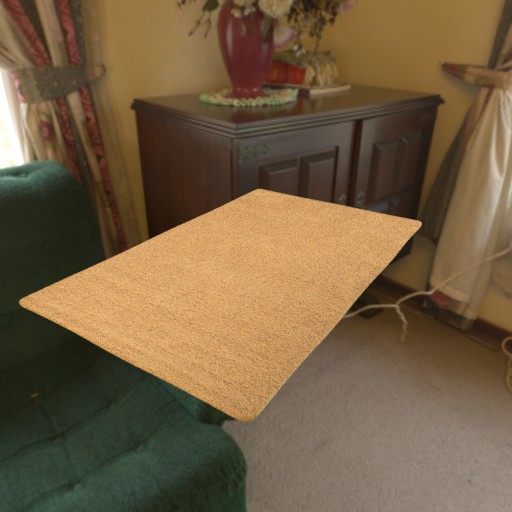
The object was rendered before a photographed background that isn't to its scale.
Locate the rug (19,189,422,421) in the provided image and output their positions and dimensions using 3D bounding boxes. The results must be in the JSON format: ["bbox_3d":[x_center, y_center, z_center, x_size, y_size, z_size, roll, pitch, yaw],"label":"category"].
[{"bbox_3d":[0.000,0.000,2.869,1.500,0.025,2.349,16,31,30],"label":"rug"}]
